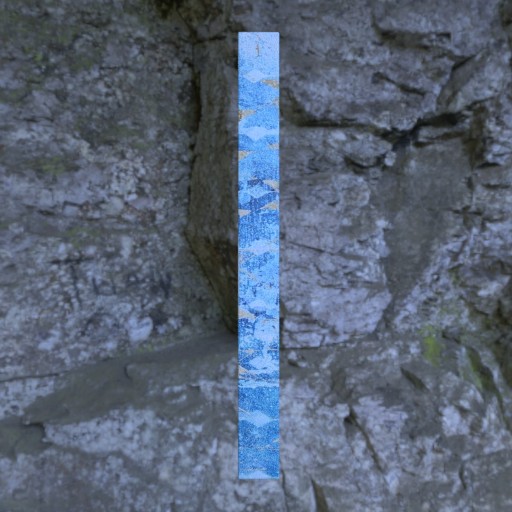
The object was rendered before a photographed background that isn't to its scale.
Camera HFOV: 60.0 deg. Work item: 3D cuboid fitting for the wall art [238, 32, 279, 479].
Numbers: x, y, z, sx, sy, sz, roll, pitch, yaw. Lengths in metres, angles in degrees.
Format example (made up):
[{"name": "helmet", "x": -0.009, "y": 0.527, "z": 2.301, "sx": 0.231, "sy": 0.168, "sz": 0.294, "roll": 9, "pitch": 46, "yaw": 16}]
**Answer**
[{"name": "wall art", "x": 0.000, "y": 0.000, "z": 0.604, "sx": 0.037, "sy": 0.405, "sz": 0.405, "roll": 0, "pitch": 0, "yaw": -1}]
